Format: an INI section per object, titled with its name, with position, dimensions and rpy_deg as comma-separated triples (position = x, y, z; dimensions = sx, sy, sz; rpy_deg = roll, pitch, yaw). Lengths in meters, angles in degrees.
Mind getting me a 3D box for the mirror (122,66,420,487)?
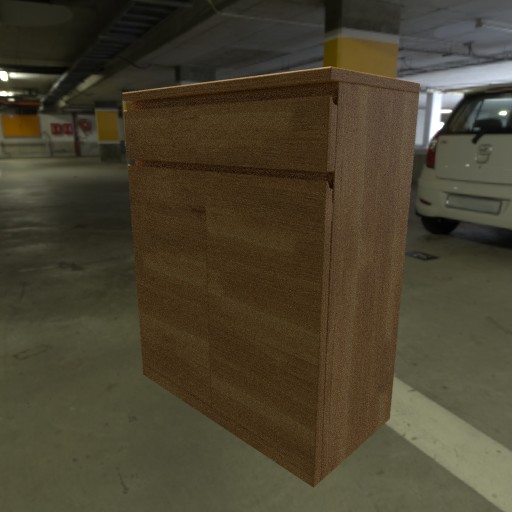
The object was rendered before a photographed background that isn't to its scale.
[mirror]
position = 0.000, 0.000, 1.409
dimensions = 0.800, 1.000, 0.400
rpy_deg = 14, 21, 42
